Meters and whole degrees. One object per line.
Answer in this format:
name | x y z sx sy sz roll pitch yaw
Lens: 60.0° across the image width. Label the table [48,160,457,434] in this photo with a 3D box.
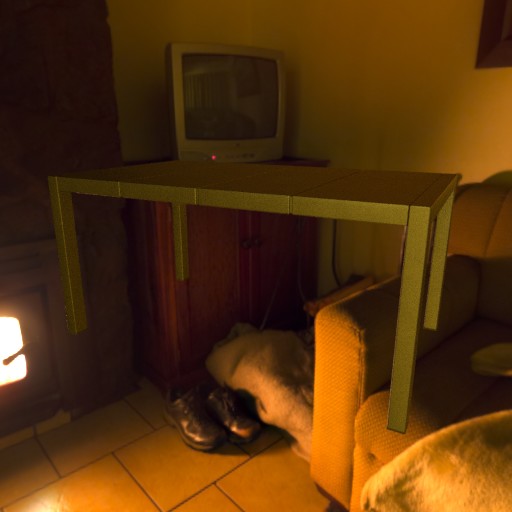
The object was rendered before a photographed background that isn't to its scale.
table | 0.000 0.000 1.268 0.965 0.460 0.559 9 19 26
